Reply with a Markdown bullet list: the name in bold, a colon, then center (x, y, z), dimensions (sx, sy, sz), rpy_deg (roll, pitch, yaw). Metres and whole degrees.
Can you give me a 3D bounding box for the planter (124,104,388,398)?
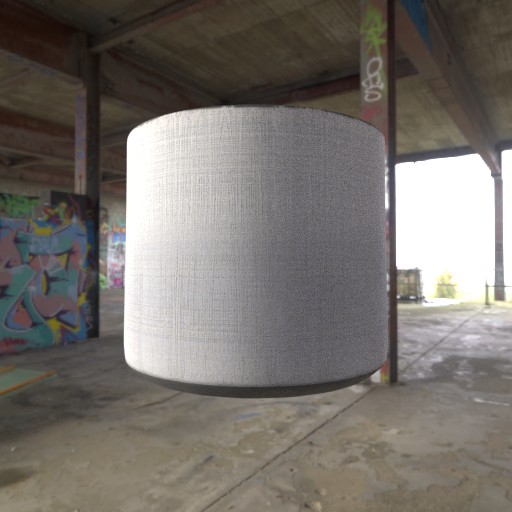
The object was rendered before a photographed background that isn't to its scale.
- **planter**: center (0.000, 0.000, 0.445), dimensions (0.254, 0.221, 0.254), rpy_deg (0, -1, 0)
